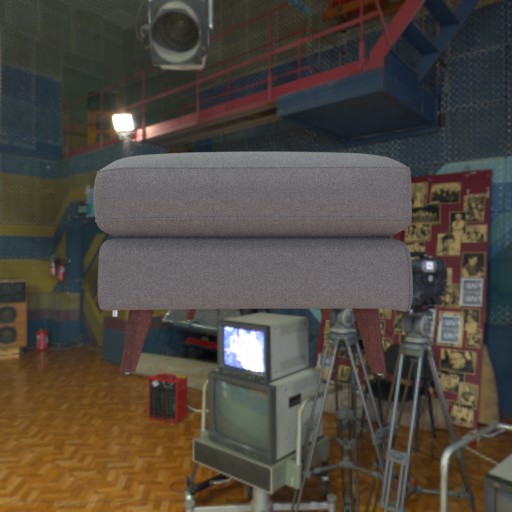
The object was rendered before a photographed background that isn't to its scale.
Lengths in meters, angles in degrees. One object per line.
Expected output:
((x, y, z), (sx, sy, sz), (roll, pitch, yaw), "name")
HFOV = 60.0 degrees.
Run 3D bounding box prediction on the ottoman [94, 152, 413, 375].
((0.000, 0.000, 1.187), (0.608, 0.449, 0.811), (0, 0, 1), "ottoman")
